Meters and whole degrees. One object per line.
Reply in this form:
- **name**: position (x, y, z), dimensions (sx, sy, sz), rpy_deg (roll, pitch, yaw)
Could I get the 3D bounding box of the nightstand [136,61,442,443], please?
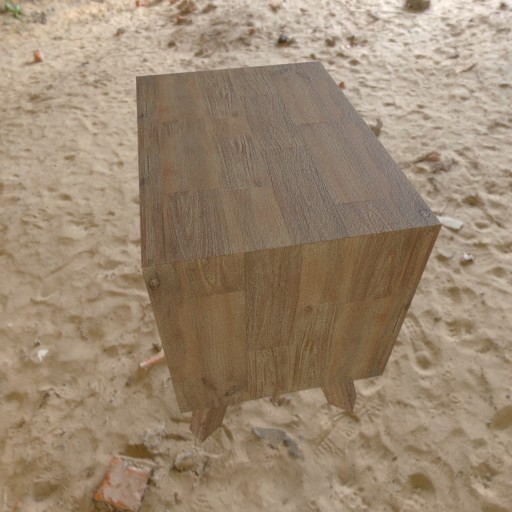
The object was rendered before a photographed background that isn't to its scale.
- **nightstand**: position (0.000, 0.000, 0.963), dimensions (0.396, 0.589, 0.552), rpy_deg (-8, 46, -8)
